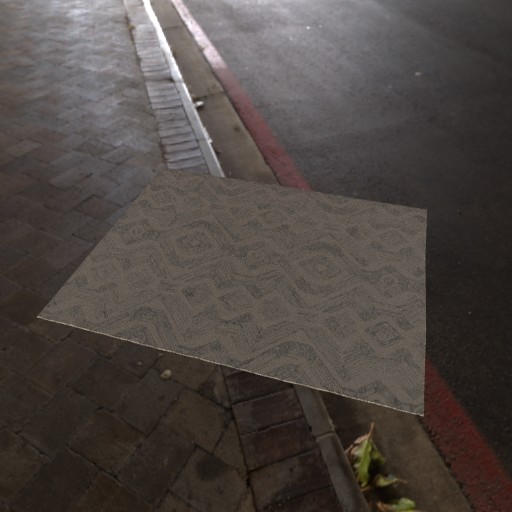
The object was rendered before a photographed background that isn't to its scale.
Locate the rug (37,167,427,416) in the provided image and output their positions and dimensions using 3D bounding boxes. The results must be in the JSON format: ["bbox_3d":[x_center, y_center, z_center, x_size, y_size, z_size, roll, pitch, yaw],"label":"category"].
[{"bbox_3d":[0.000,0.000,4.138,3.054,0.030,2.430,11,43,12],"label":"rug"}]
